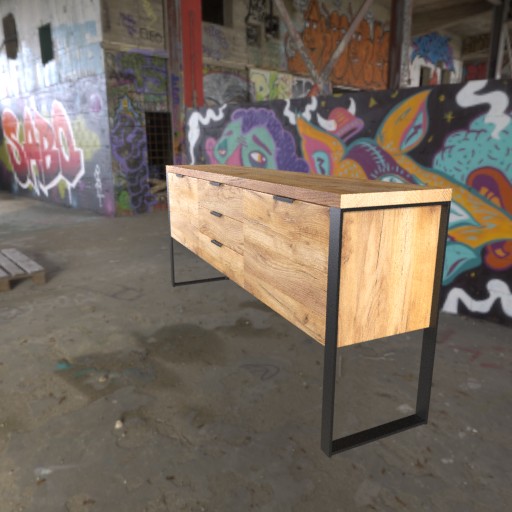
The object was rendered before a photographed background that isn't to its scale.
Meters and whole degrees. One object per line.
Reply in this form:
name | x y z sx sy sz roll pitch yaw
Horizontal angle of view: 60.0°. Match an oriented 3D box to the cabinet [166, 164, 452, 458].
cabinet | 0.000 0.000 2.062 0.395 0.762 1.800 -6 15 -24
